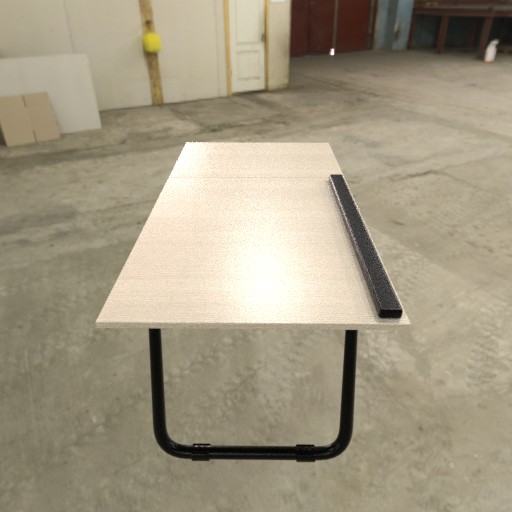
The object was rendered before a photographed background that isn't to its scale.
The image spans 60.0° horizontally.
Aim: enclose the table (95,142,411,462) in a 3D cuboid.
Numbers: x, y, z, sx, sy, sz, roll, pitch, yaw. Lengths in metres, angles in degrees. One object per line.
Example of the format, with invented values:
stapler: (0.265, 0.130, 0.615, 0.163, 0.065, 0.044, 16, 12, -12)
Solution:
table: (0.000, 0.000, 0.783, 0.322, 0.242, 0.644, 0, 31, 1)
